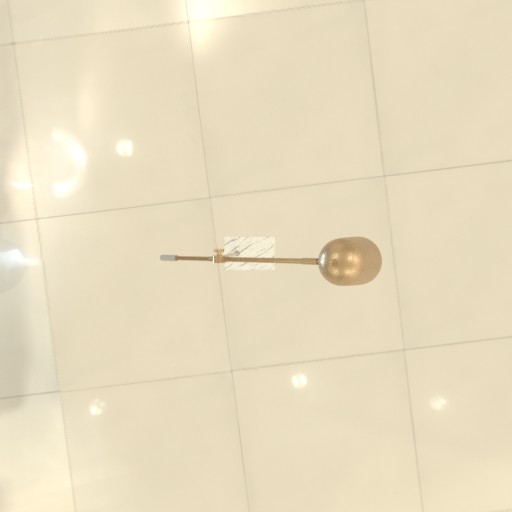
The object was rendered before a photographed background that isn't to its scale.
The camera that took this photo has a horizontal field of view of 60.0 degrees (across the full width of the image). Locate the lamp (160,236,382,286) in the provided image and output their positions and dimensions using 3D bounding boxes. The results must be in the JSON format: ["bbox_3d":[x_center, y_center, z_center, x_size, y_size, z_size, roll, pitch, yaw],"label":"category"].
[{"bbox_3d":[0.000,0.000,1.810,0.653,1.594,0.194,0,91,0],"label":"lamp"}]
